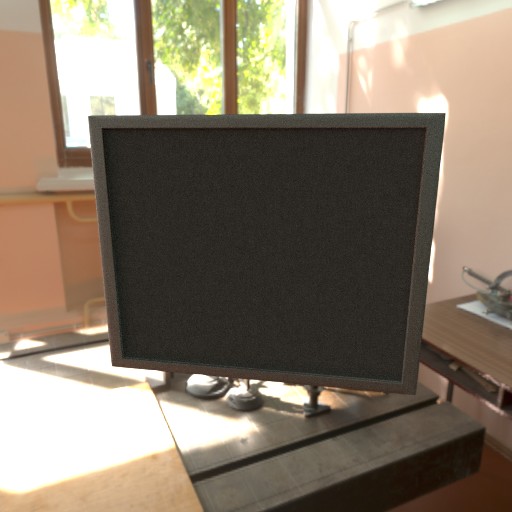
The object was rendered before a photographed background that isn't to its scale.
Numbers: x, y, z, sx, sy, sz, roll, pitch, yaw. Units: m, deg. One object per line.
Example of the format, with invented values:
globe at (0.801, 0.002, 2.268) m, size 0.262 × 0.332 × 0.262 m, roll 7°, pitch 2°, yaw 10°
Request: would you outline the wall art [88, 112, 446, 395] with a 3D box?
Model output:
wall art at (0.000, 0.000, 0.751) m, size 0.556 × 0.457 × 0.028 m, roll 3°, pitch 15°, yaw 10°
